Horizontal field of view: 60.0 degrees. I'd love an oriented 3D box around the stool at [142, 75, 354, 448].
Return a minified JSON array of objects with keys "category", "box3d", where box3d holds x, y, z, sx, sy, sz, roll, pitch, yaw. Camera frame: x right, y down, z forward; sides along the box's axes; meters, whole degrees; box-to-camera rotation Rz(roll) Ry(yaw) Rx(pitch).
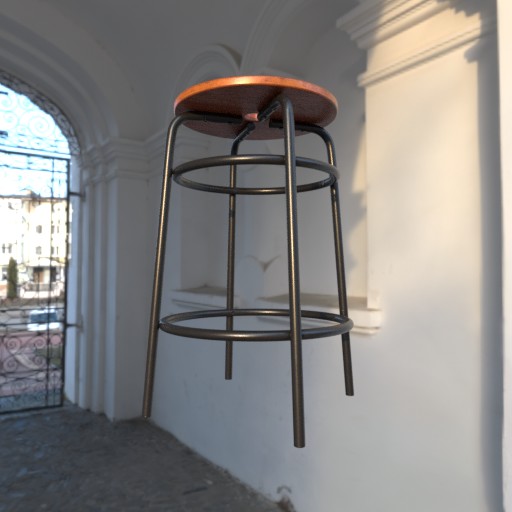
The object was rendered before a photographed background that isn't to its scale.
[{"category":"stool","box3d":[0.000,0.000,0.915,0.455,0.610,0.455,0,-1,-18]}]
